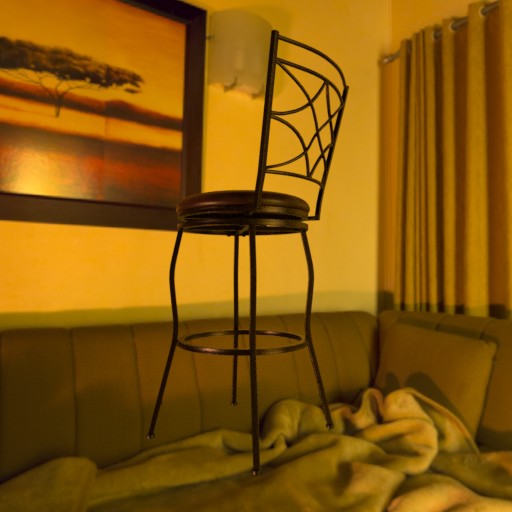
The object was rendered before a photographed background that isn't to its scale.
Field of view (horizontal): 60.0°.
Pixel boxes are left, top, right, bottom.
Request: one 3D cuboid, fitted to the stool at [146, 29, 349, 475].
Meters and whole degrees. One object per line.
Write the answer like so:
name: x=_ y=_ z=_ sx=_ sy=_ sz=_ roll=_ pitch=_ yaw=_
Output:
stool: x=0.000 y=0.000 z=1.393 sx=0.534 sy=1.117 sz=0.434 roll=-1 pitch=-2 yaw=36
